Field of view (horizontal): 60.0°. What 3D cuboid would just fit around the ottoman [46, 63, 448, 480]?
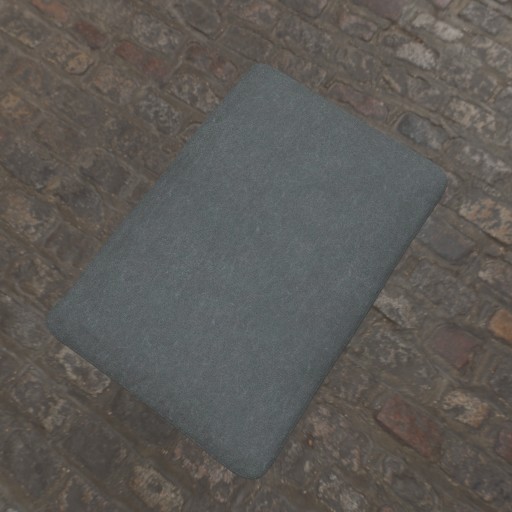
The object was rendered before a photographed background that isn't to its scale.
[{"bbox_3d":[0.000,0.000,1.556,0.840,0.429,1.199,34,78,8],"label":"ottoman"}]
